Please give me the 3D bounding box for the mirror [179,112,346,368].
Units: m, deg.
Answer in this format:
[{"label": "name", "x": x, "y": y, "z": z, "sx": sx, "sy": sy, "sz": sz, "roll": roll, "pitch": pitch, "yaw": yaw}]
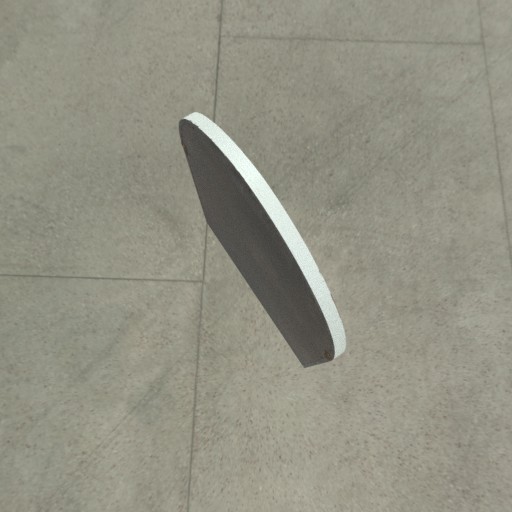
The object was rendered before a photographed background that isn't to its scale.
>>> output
[{"label": "mirror", "x": 0.000, "y": 0.000, "z": 1.203, "sx": 0.032, "sy": 0.920, "sz": 0.660, "roll": -32, "pitch": 77, "yaw": -9}]
